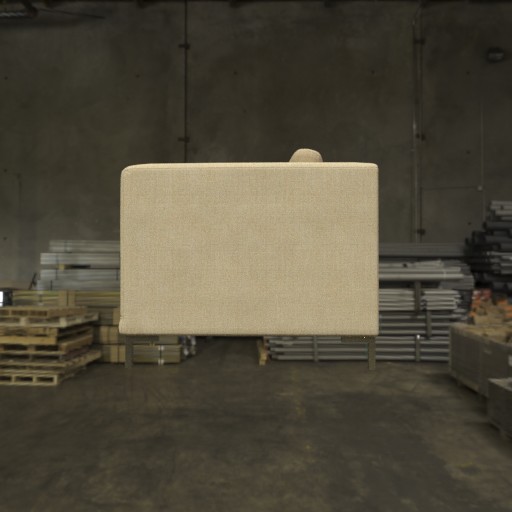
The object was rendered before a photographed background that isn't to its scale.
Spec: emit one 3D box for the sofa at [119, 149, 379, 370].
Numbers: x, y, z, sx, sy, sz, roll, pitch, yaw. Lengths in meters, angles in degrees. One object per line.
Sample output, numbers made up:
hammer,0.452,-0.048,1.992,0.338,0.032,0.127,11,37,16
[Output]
sofa,0.000,0.000,2.831,0.969,0.867,2.415,0,-1,2
